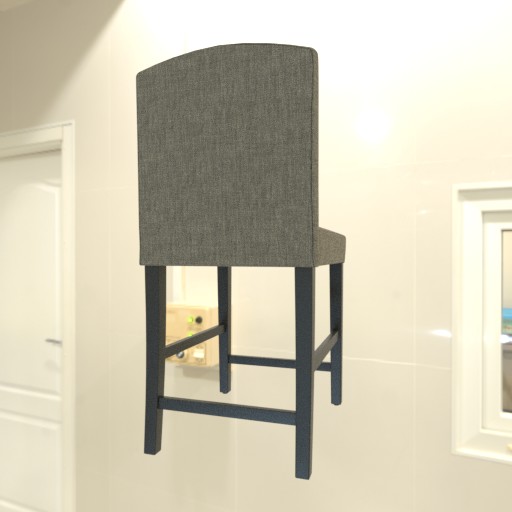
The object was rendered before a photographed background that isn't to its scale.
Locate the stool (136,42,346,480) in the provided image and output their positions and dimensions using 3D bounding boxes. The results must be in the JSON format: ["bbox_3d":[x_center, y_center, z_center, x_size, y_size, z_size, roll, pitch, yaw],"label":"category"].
[{"bbox_3d":[0.000,0.000,1.265,0.451,0.966,0.552,0,0,18],"label":"stool"}]
